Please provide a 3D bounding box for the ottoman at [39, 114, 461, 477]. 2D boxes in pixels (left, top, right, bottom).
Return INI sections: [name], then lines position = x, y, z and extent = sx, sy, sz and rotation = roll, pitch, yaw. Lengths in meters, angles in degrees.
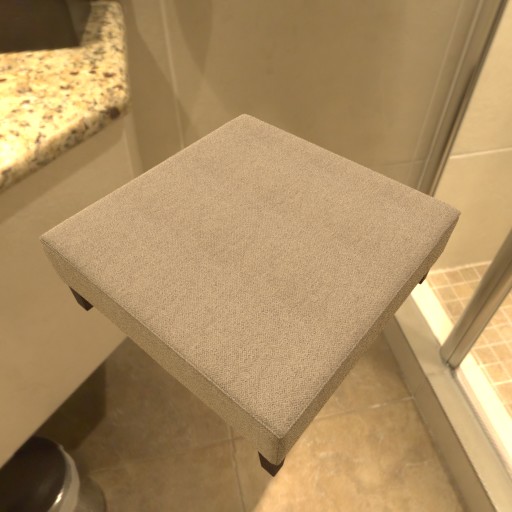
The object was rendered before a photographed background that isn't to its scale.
[ottoman]
position = 0.000, 0.000, 1.524
extent = 0.973, 0.381, 0.982
rotation = 32, 55, 26
